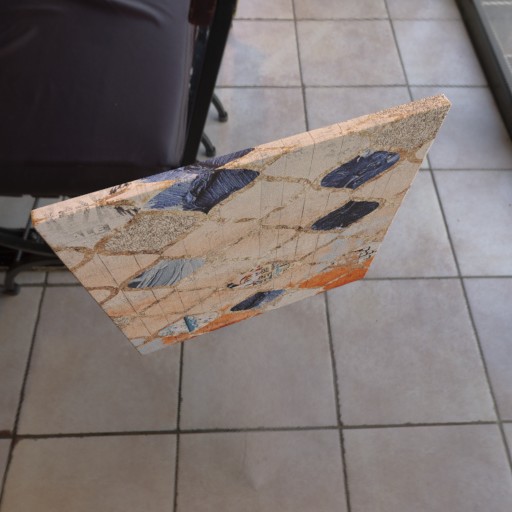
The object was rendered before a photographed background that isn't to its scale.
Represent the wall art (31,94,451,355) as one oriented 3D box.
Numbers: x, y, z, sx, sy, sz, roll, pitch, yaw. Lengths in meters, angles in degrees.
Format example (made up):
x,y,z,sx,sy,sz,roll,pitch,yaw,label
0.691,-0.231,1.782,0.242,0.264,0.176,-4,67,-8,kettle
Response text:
x,y,z,sx,sy,sz,roll,pitch,yaw,label
0.000,0.000,1.316,0.912,0.914,0.039,-18,64,-9,wall art
